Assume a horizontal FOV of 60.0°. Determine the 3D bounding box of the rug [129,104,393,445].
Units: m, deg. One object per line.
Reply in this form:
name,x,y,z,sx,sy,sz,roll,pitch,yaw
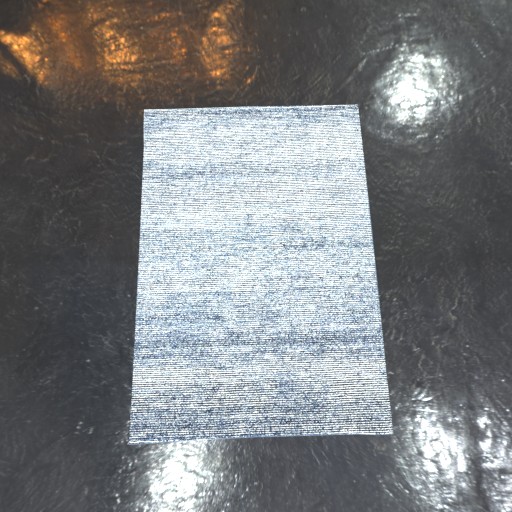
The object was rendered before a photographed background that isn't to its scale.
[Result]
rug,0.000,0.000,3.029,1.624,0.030,2.349,-2,74,0
